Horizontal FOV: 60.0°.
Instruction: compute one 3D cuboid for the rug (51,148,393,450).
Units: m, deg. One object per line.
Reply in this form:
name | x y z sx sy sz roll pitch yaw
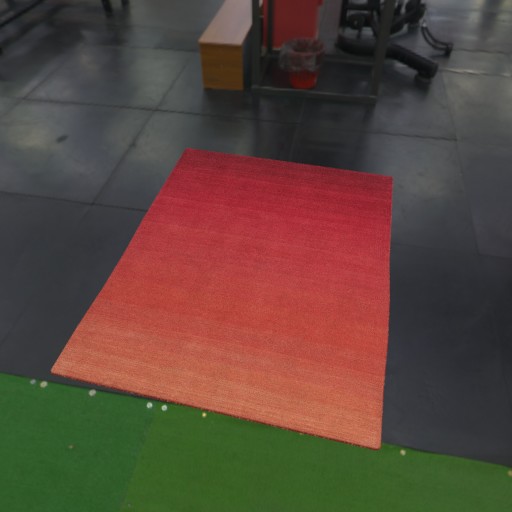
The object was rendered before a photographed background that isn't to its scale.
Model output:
rug | 0.000 0.000 3.934 2.340 0.028 2.905 10 48 9
